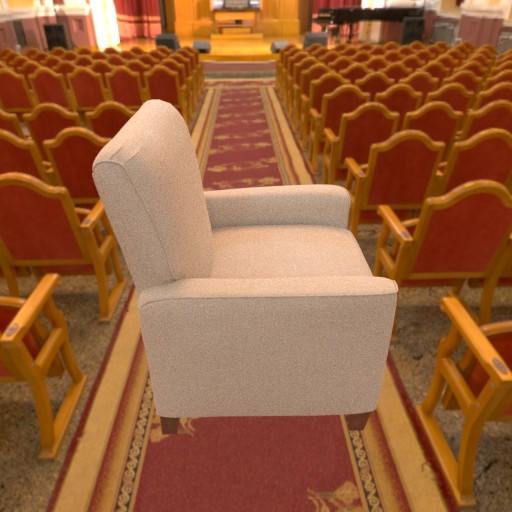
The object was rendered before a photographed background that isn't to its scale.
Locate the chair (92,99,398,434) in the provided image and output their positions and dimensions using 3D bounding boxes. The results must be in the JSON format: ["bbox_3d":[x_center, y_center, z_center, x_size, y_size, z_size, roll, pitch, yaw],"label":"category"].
[{"bbox_3d":[0.000,0.000,1.636,0.858,1.023,0.841,-1,31,-1],"label":"chair"}]
